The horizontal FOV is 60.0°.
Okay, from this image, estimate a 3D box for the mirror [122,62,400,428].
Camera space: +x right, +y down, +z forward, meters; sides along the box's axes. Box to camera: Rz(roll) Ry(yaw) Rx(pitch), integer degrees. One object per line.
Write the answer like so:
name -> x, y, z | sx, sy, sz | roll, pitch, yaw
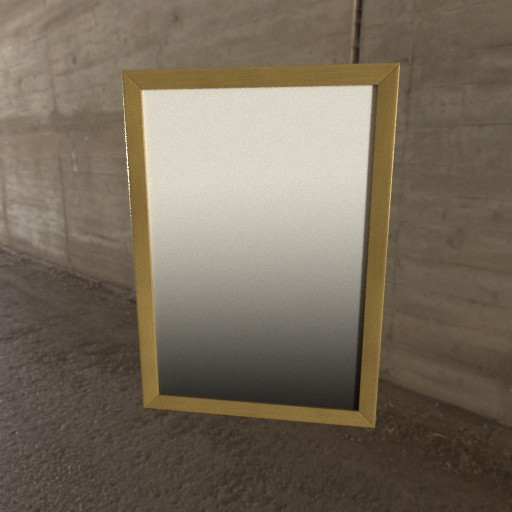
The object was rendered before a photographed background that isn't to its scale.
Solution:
mirror -> 0.000, 0.000, 0.899 | 0.507, 0.710, 0.040 | 2, 13, 8
